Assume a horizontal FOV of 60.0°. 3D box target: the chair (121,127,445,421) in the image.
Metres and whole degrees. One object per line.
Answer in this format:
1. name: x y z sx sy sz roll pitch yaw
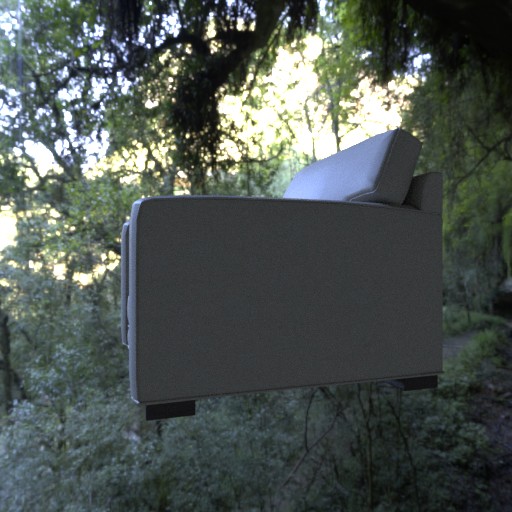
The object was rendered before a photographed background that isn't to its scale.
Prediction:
1. chair: 0.000 0.000 1.828 1.043 0.913 0.998 0 0 -18
